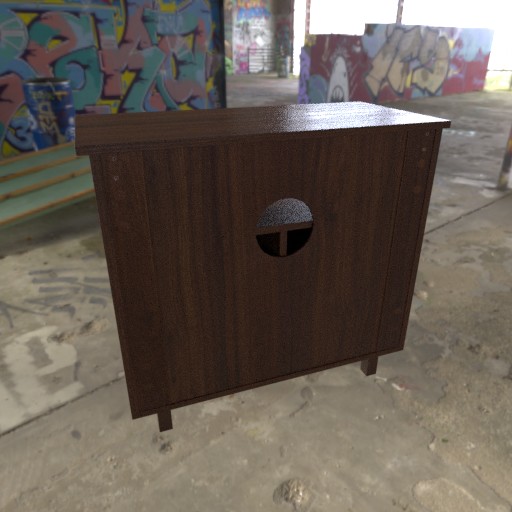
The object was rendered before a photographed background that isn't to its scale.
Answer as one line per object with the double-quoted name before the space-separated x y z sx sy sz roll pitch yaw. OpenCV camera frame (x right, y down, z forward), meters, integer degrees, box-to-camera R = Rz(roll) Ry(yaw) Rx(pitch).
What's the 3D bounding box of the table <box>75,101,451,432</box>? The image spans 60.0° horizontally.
"table" 0.000 0.000 1.203 0.802 0.725 0.390 -9 27 -18
